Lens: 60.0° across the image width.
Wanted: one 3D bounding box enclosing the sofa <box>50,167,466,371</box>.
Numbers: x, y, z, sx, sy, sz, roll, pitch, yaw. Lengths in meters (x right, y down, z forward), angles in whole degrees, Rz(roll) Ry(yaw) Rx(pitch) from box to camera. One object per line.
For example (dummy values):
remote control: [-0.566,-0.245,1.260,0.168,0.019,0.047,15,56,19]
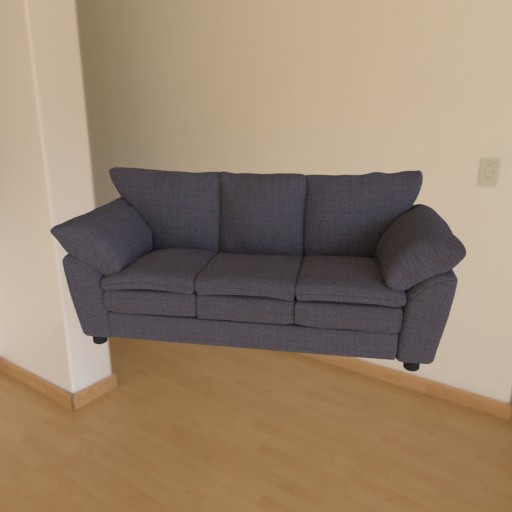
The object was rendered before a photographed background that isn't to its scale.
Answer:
sofa: [0.000,0.000,2.867,2.336,1.080,0.883,3,15,10]
